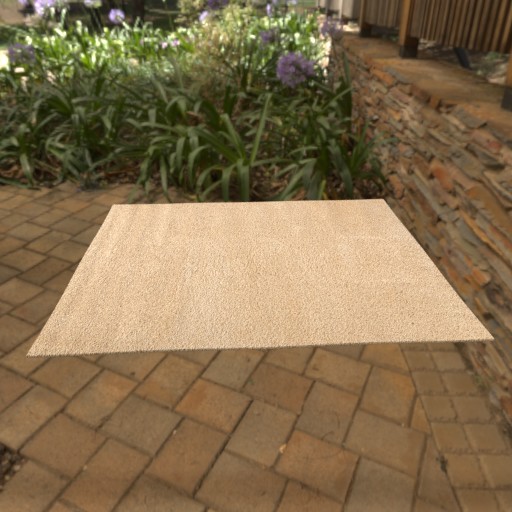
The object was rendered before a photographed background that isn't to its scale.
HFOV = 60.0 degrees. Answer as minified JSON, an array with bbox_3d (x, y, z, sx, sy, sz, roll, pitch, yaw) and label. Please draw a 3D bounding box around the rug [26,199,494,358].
[{"bbox_3d":[0.000,0.000,3.878,3.000,0.025,2.400,-2,30,-3],"label":"rug"}]
